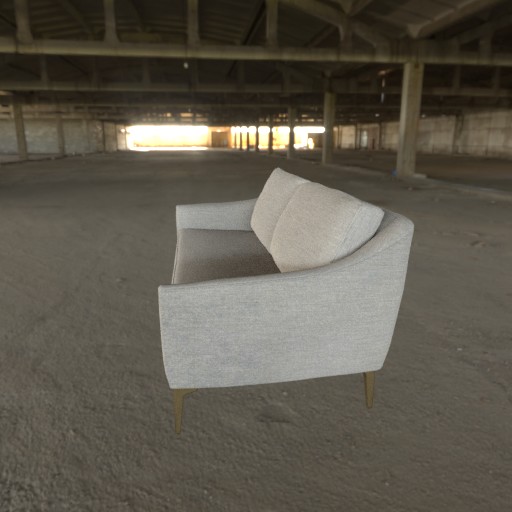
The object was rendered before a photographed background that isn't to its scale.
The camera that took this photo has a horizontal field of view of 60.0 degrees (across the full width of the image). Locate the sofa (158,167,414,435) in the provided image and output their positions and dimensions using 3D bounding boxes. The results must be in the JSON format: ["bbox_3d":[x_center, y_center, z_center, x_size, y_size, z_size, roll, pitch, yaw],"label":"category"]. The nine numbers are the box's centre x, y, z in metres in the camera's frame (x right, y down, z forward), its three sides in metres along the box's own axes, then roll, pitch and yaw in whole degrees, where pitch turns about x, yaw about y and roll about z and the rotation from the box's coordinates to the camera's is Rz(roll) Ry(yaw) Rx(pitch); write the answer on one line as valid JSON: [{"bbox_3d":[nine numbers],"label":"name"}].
[{"bbox_3d":[0.000,0.000,2.604,0.980,0.913,2.036,-2,15,-8],"label":"sofa"}]
